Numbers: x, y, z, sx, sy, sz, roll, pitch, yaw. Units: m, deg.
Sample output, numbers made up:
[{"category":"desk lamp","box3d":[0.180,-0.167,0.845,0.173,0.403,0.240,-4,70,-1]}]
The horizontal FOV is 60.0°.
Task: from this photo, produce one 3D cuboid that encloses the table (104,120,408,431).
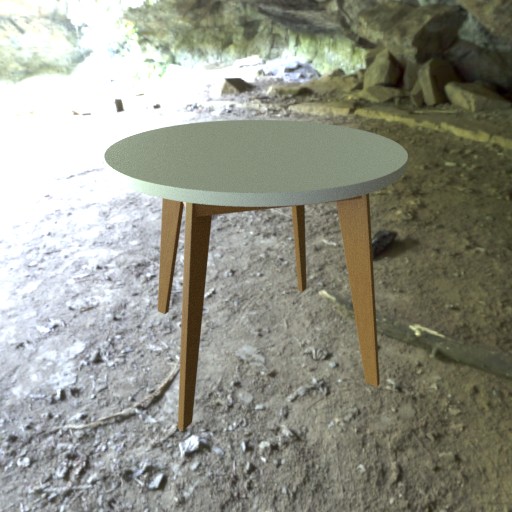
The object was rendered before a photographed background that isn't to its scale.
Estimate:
[{"category":"table","box3d":[0.000,0.000,1.537,0.896,0.762,0.896,0,27,0]}]
